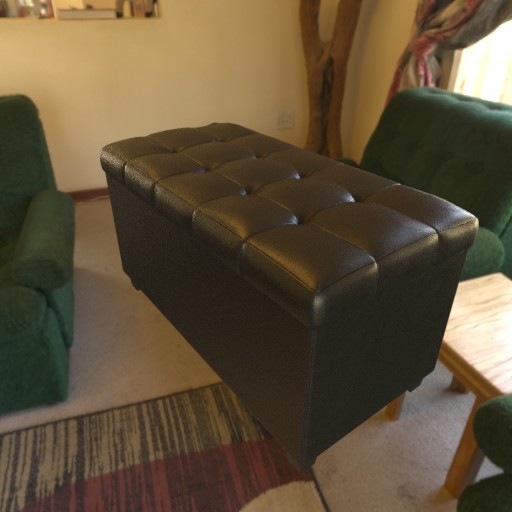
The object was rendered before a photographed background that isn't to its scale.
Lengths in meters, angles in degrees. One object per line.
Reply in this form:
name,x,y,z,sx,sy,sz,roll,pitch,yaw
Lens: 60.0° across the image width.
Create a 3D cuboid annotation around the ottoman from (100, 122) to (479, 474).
ottoman,0.000,0.000,1.091,0.432,0.470,0.838,-21,37,-31
